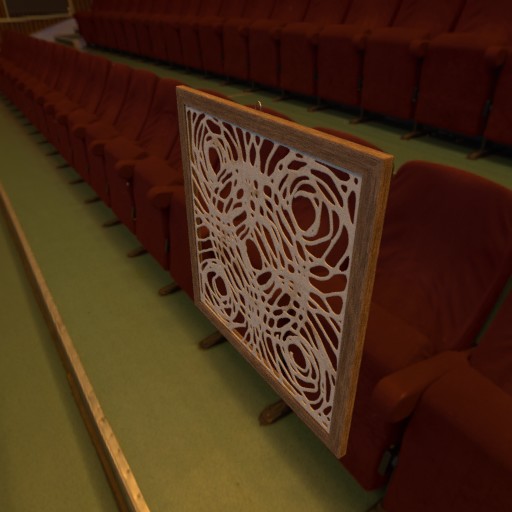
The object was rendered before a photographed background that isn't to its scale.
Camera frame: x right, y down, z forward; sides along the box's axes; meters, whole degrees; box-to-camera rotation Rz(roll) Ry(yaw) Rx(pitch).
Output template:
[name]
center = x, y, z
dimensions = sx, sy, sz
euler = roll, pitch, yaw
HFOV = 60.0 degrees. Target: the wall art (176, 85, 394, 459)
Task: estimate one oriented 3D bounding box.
[wall art]
center = 0.000, 0.000, 0.860
dimensions = 0.021, 0.576, 0.561
euler = -19, 36, -29
